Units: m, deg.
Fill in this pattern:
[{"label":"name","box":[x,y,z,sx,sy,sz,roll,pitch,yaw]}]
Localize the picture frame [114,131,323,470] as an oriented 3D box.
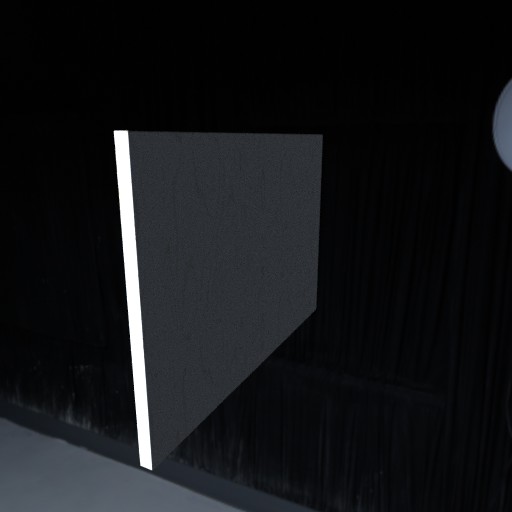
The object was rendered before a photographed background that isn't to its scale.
[{"label":"picture frame","box":[0.000,0.000,1.201,0.029,0.640,0.950,7,17,26]}]
